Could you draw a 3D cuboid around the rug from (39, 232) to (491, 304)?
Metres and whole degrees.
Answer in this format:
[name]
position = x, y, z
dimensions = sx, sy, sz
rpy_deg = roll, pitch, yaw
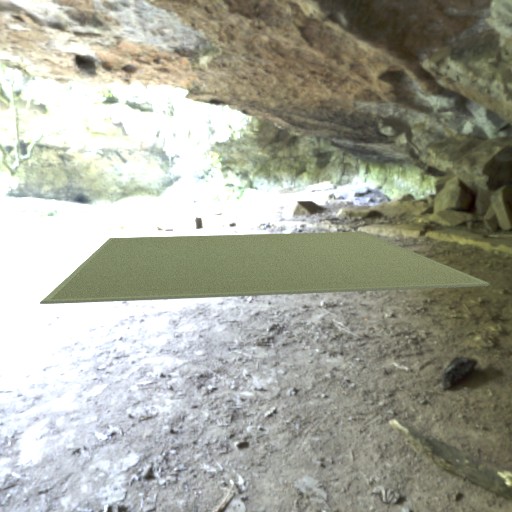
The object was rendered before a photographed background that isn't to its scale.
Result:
[rug]
position = 0.000, 0.000, 4.107
dimensions = 3.051, 0.020, 2.407
rpy_deg = -2, 12, -8
